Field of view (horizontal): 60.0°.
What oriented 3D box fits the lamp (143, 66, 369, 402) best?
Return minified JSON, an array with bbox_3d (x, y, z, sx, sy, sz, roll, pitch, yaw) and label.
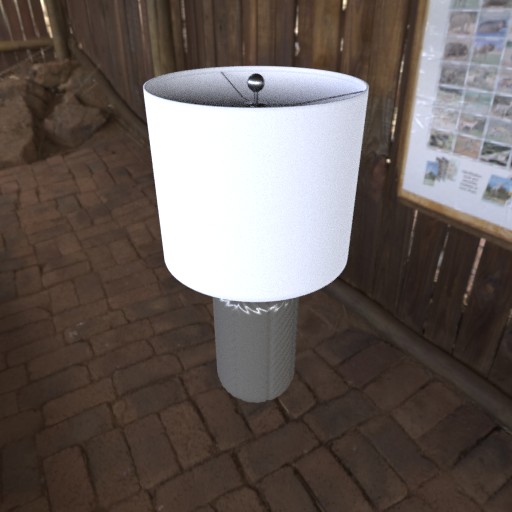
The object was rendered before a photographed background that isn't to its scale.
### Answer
[{"bbox_3d":[0.000,0.000,0.505,0.203,0.389,0.203,22,37,31],"label":"lamp"}]
